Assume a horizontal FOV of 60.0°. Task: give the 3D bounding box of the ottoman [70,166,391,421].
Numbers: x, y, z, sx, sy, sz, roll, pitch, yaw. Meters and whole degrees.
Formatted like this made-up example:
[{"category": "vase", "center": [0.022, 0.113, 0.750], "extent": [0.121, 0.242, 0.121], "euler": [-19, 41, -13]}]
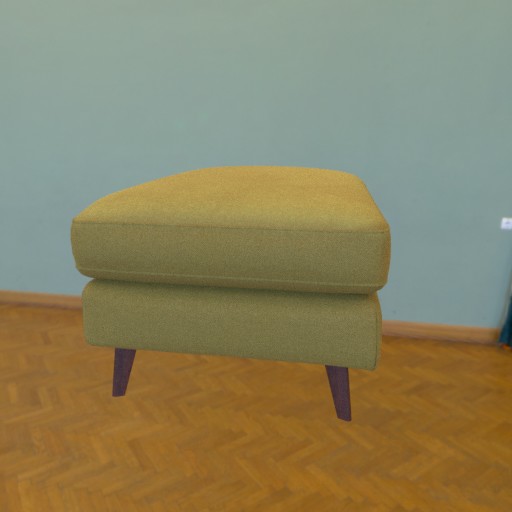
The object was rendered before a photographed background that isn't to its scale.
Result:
[{"category": "ottoman", "center": [0.000, 0.000, 1.182], "extent": [0.608, 0.449, 0.811], "euler": [3, 16, 10]}]
